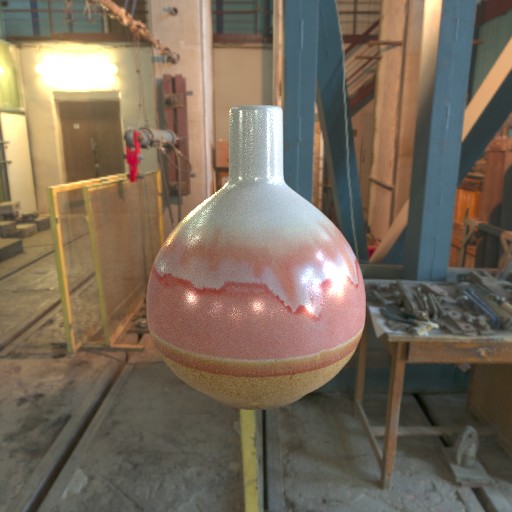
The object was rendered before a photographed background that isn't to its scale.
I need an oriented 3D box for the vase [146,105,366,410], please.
[{"bbox_3d":[0.000,0.000,0.276,0.137,0.176,0.137,0,14,0],"label":"vase"}]
